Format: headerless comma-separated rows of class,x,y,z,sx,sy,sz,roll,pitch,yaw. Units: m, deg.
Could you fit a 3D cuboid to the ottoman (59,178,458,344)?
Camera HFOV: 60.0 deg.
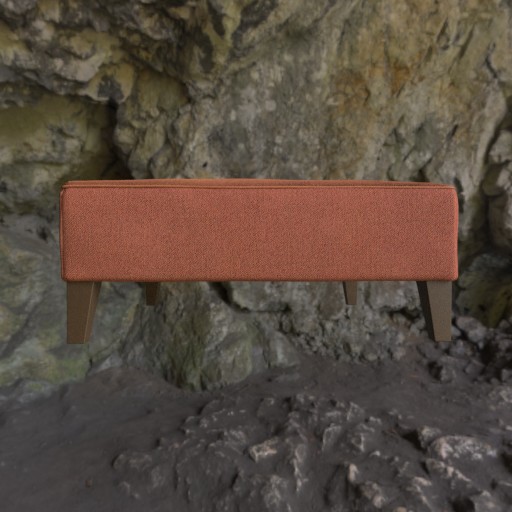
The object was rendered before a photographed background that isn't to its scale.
ottoman,0.000,0.000,1.563,0.997,0.438,0.999,0,-1,-2
